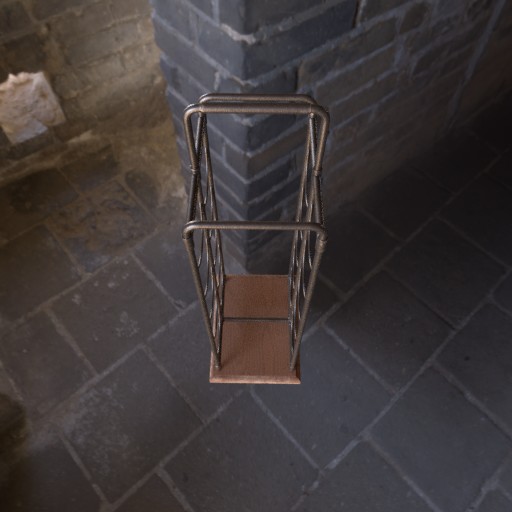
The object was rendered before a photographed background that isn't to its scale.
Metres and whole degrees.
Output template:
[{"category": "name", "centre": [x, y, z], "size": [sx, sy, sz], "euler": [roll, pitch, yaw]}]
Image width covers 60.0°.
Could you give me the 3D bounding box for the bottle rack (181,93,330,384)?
[{"category": "bottle rack", "centre": [0.000, 0.000, 0.800], "size": [0.208, 0.680, 0.276], "euler": [1, 59, 0]}]
